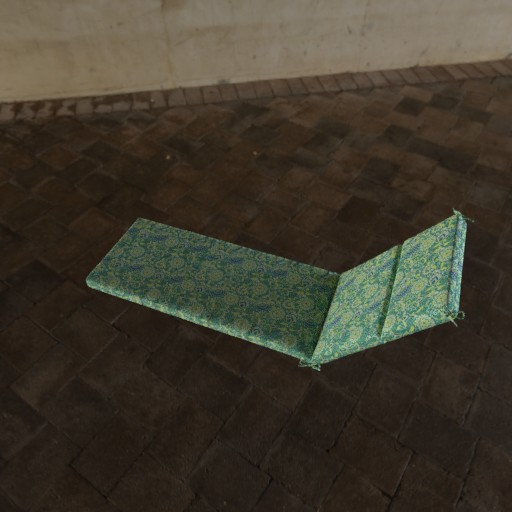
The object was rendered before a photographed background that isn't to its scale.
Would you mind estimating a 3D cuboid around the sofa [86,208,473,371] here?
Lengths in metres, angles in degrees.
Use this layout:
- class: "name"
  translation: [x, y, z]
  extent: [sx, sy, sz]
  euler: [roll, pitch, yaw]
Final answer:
- class: "sofa"
  translation: [0.000, 0.000, 2.009]
  extent: [1.663, 0.622, 0.582]
  euler: [16, 48, 15]
